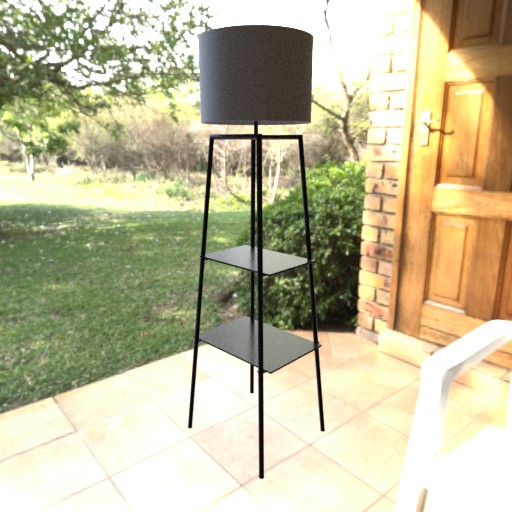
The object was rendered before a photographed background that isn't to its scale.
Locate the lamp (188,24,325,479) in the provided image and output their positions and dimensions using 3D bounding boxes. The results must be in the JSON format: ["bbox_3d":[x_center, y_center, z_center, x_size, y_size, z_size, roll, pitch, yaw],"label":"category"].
[{"bbox_3d":[0.000,0.000,1.641,0.427,1.474,0.384,14,20,42],"label":"lamp"}]
